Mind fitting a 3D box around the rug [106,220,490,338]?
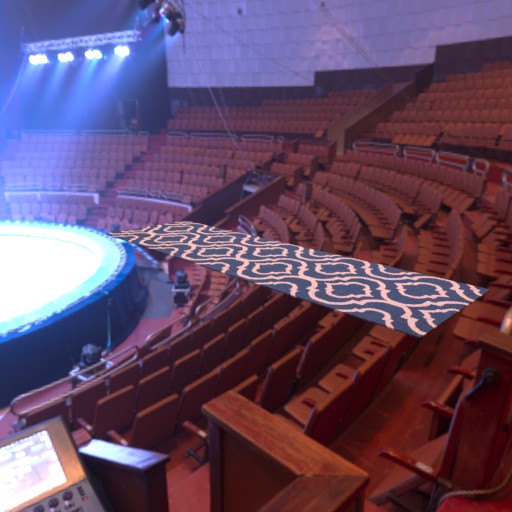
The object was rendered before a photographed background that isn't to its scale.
[{"bbox_3d":[0.000,0.000,2.543,0.685,0.006,2.296,-15,21,-43],"label":"rug"}]
